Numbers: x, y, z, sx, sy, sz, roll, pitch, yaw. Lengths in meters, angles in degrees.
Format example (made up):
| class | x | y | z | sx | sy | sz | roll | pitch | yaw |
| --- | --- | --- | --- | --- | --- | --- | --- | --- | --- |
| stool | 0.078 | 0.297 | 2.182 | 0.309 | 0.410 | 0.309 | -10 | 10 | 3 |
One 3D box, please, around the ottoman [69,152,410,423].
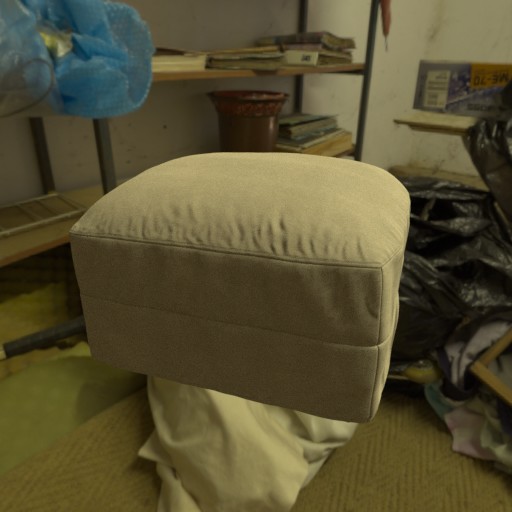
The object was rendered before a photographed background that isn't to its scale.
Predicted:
| class | x | y | z | sx | sy | sz | roll | pitch | yaw |
| --- | --- | --- | --- | --- | --- | --- | --- | --- | --- |
| ottoman | 0.000 | 0.000 | 1.114 | 0.712 | 0.480 | 0.584 | 9 | 27 | 17 |
